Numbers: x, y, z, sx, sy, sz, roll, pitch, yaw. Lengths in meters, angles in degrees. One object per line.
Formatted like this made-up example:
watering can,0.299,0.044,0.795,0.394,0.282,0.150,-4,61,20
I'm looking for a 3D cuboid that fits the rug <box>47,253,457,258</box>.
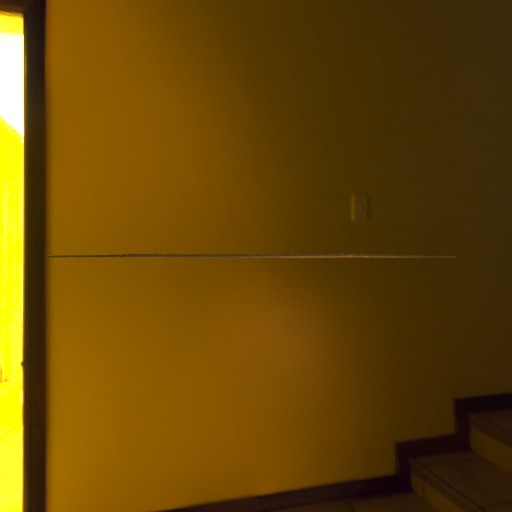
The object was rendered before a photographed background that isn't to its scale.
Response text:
rug,0.000,0.000,2.274,1.777,0.021,1.145,0,0,-36
